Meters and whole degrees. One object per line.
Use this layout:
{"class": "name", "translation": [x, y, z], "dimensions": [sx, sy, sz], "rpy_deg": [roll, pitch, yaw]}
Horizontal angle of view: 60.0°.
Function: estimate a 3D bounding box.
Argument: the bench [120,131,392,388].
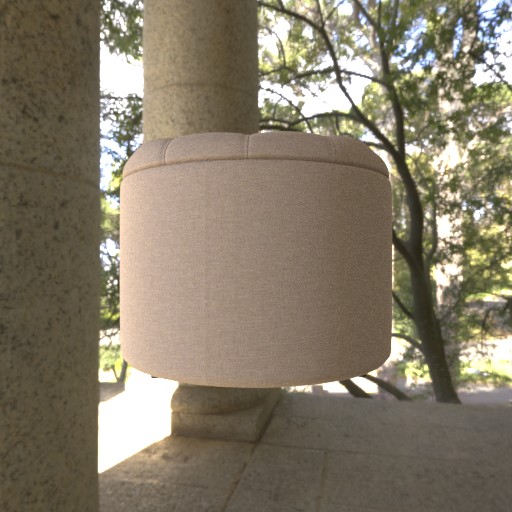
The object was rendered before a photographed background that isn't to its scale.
{"class": "bench", "translation": [0.000, 0.000, 1.021], "dimensions": [0.600, 0.454, 0.600], "rpy_deg": [0, 0, 0]}
